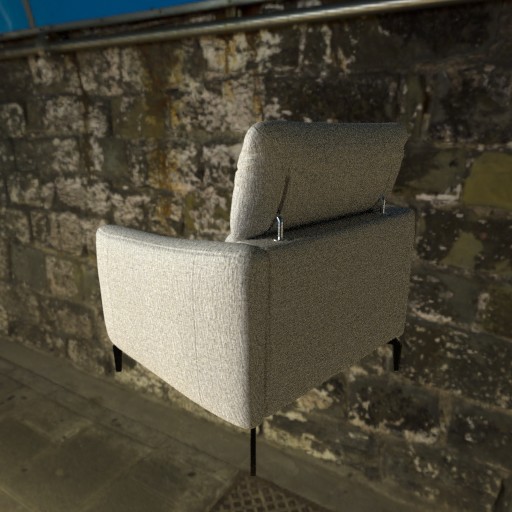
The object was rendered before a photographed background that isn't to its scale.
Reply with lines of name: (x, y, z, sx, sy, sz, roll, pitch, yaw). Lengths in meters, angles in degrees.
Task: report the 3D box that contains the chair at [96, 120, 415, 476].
chair: (0.000, 0.000, 1.680, 0.972, 0.967, 0.835, -15, 22, -42)
